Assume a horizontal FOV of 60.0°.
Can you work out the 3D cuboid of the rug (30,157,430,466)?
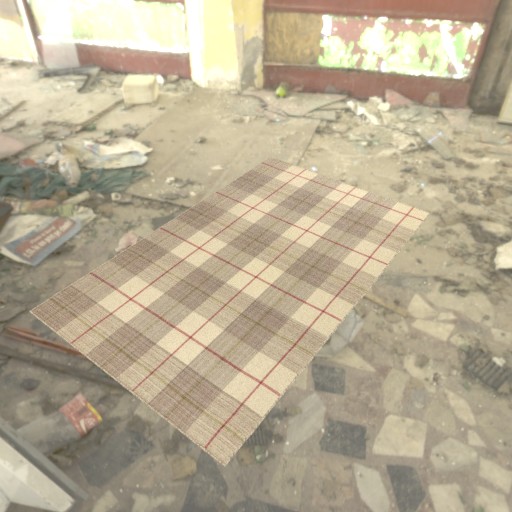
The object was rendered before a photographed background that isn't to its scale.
[{"bbox_3d":[0.000,0.000,3.052,1.549,0.010,2.464,26,47,27],"label":"rug"}]
